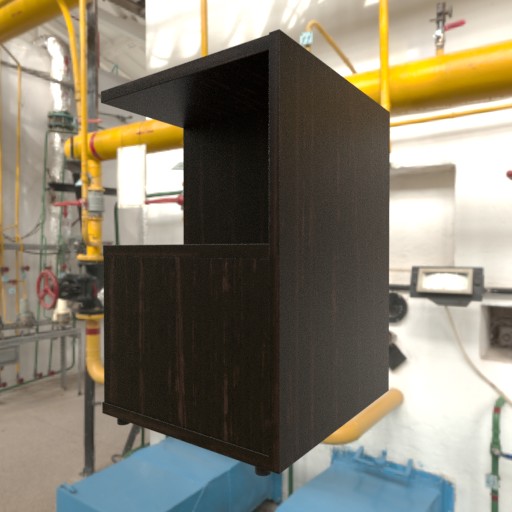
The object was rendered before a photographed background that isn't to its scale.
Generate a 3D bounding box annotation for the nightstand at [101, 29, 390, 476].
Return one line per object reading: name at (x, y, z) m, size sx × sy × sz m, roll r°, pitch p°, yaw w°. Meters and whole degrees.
nightstand at (0.000, 0.000, 0.807) m, size 0.356 × 0.559 × 0.400 m, roll 1°, pitch 1°, yaw 36°
